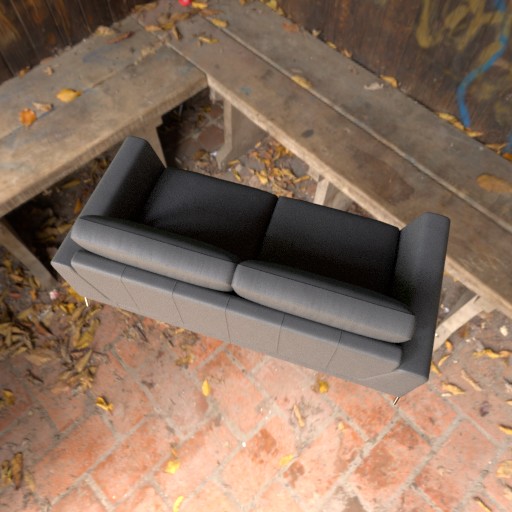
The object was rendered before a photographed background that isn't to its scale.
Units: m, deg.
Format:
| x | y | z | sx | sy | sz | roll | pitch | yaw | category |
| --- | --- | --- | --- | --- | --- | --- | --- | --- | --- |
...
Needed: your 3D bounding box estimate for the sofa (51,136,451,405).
| x | y | z | sx | sy | sz | roll | pitch | yaw | category |
| --- | --- | --- | --- | --- | --- | --- | --- | --- | --- |
| 0.000 | 0.000 | 2.560 | 2.017 | 0.875 | 0.953 | 16 | 63 | 8 | sofa |
